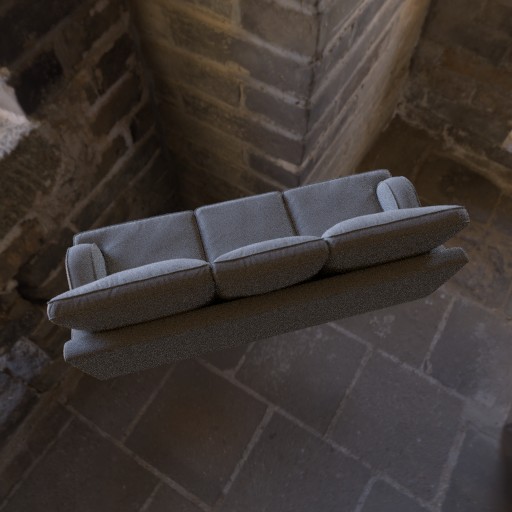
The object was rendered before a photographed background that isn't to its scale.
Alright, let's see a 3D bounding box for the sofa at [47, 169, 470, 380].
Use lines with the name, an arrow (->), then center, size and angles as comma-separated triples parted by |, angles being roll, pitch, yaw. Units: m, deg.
sofa -> 0.000, 0.000, 2.876 | 2.323, 0.997, 1.016 | -13, 60, -8
